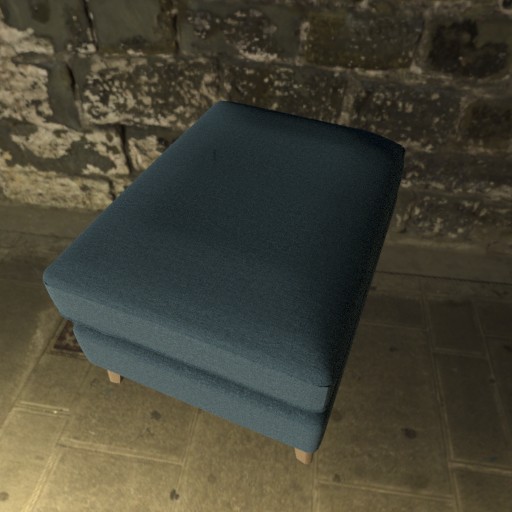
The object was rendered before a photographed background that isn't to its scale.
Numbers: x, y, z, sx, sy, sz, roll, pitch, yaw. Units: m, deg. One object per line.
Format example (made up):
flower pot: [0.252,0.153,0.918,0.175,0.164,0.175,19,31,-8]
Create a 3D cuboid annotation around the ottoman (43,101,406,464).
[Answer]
ottoman: [0.000,0.000,1.222,0.629,0.503,0.835,17,48,15]
